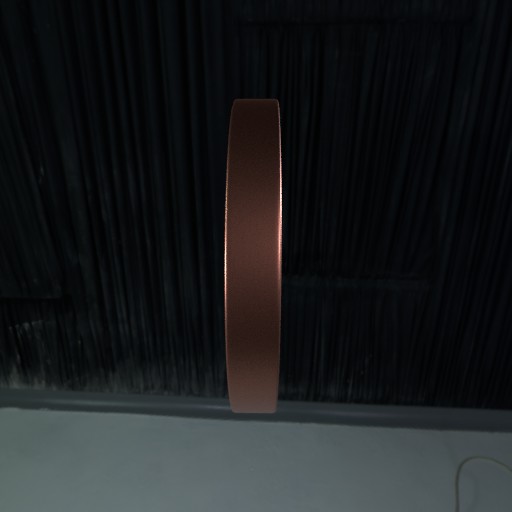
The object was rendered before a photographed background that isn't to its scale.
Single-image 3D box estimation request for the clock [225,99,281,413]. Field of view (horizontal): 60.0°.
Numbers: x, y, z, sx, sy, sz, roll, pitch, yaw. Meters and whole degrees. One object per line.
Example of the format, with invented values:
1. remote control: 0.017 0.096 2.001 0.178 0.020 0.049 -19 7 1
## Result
1. clock: 0.000 0.000 0.470 0.040 0.313 0.313 0 25 1
